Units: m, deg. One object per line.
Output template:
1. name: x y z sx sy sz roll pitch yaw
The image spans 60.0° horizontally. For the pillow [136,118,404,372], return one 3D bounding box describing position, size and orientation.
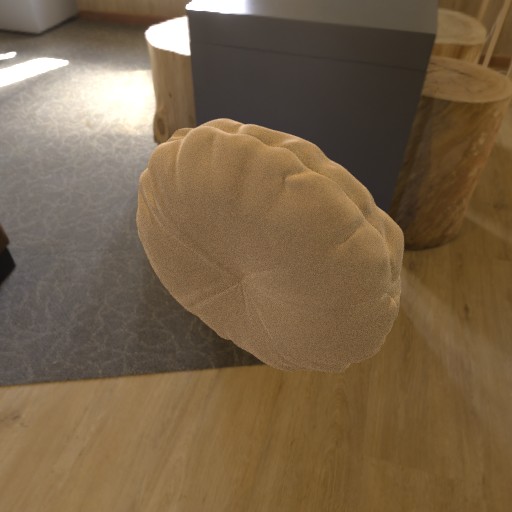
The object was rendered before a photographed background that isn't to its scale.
1. pillow: 0.000 0.000 0.653 0.428 0.407 0.148 24 50 22
